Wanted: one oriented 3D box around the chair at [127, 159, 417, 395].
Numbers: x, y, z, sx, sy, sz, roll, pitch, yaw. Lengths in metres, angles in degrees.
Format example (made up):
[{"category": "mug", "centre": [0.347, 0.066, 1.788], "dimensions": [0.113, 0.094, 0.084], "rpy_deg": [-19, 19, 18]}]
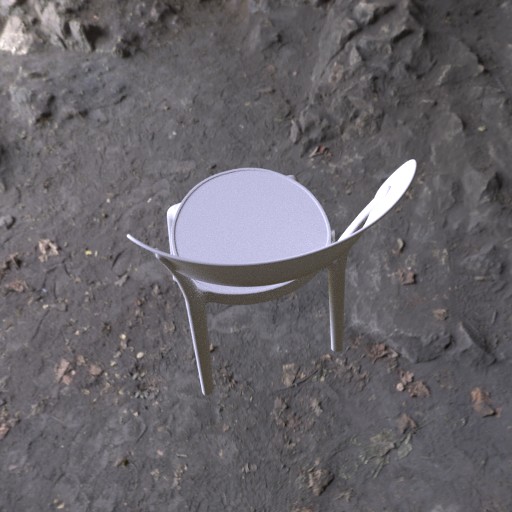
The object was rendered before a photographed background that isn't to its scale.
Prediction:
[{"category": "chair", "centre": [0.000, 0.000, 1.119], "dimensions": [0.506, 0.790, 0.491], "rpy_deg": [-16, 60, -9]}]
